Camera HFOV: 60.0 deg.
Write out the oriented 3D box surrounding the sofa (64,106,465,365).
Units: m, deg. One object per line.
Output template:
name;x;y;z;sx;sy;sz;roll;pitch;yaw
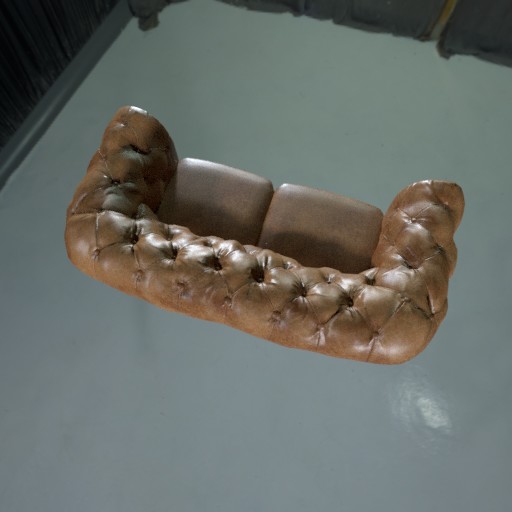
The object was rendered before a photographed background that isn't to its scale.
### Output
sofa;0.000;0.000;2.517;1.979;0.877;1.042;16;65;8
